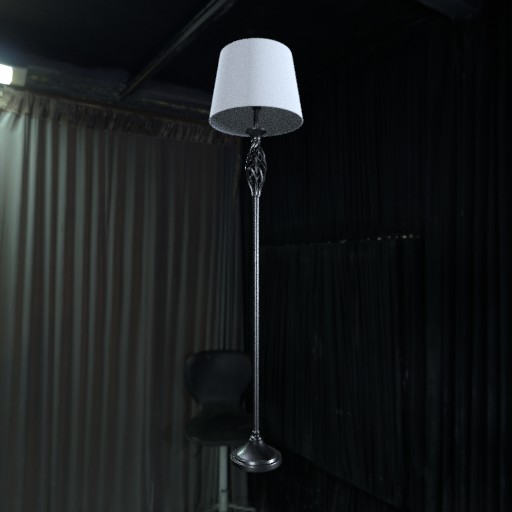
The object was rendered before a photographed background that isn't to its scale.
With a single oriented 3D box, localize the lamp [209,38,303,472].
[{"bbox_3d":[0.000,0.000,1.779,0.379,1.623,0.379,0,-2,0],"label":"lamp"}]
